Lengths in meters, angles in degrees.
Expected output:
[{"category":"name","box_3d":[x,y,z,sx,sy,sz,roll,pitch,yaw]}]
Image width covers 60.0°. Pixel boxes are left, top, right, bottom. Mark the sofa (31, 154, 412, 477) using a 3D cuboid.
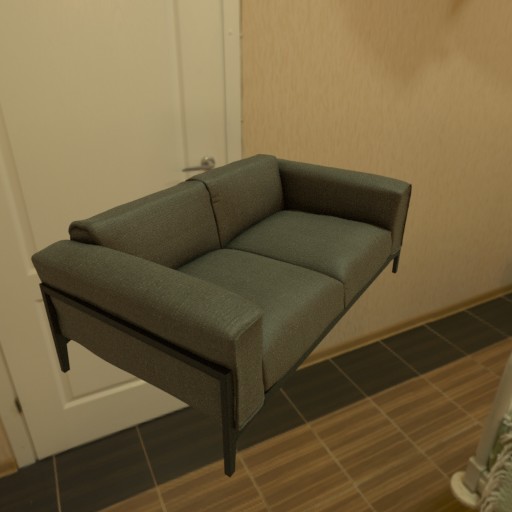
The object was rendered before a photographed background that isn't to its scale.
[{"category":"sofa","box_3d":[0.000,0.000,2.140,0.960,0.656,1.690,17,32,30]}]
